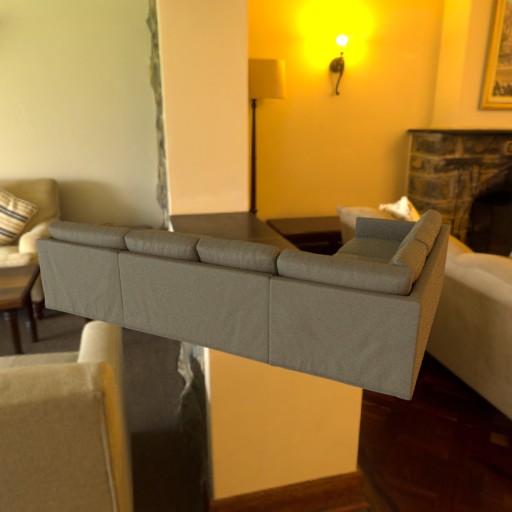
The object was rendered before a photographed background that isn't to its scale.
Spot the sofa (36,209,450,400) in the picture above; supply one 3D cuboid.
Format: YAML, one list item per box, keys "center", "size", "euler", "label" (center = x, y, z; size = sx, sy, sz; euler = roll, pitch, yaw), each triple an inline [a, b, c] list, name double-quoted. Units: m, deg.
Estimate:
- center: [0.000, 0.000, 4.516]
  size: [3.460, 0.882, 2.427]
  euler: [8, 19, 25]
  label: "sofa"
